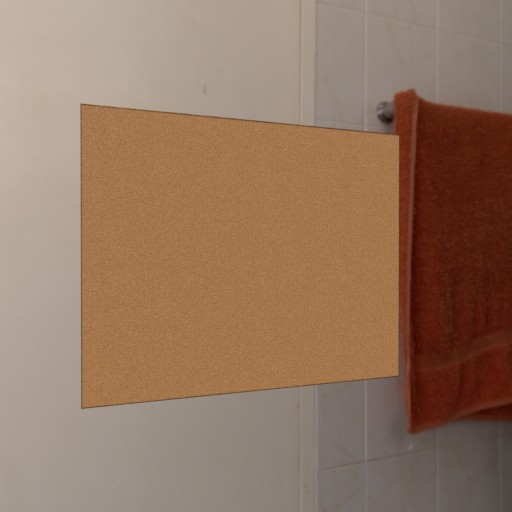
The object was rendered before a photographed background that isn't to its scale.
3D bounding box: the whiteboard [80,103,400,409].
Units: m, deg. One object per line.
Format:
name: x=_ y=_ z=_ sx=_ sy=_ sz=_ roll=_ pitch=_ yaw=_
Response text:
whiteboard: x=0.000 y=0.000 z=0.765 sx=0.561 sy=0.457 sz=0.029 roll=0 pitch=0 yaw=-18
